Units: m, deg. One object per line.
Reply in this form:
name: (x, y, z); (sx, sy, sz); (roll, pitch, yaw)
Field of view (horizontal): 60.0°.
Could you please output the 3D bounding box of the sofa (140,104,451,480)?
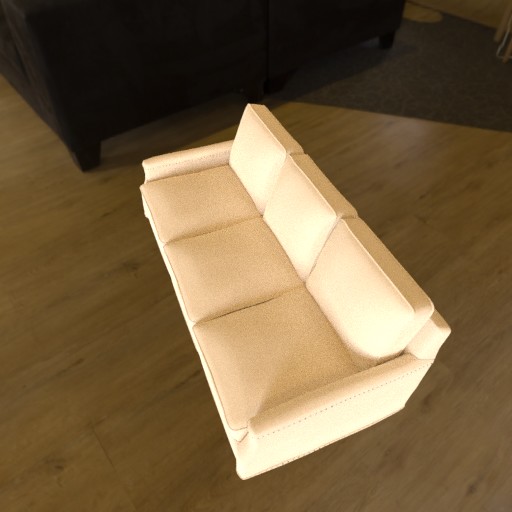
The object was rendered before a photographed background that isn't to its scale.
sofa: (0.000, 0.000, 2.828); (1.084, 1.003, 2.246); (-17, 49, -15)
